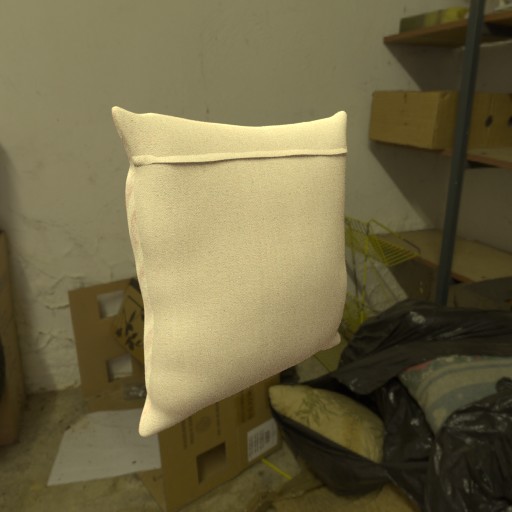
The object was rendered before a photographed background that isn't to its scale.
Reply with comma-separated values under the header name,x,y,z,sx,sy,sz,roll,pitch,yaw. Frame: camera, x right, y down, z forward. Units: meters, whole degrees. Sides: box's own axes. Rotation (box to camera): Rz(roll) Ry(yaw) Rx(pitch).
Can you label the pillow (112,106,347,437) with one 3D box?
name,x,y,z,sx,sy,sz,roll,pitch,yaw
pillow,0.000,0.000,0.690,0.440,0.441,0.182,-14,21,-41
